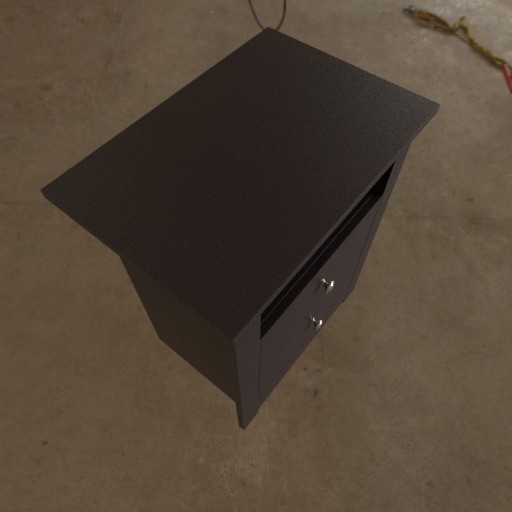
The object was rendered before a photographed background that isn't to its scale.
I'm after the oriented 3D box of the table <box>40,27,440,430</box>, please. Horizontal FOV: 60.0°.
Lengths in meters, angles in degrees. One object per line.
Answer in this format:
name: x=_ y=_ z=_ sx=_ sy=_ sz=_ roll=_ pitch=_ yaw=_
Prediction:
table: x=0.000 y=0.000 z=1.059 sx=0.408 sy=0.711 sz=0.589 roll=34 pitch=64 yaw=20
